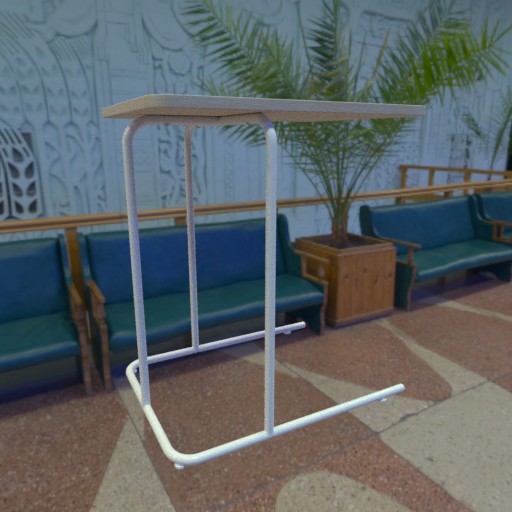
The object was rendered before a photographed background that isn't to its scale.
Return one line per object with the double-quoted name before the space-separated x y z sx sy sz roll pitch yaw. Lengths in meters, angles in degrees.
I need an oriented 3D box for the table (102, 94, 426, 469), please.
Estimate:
"table" 0.000 0.000 0.866 0.480 0.550 0.370 -8 17 -27
